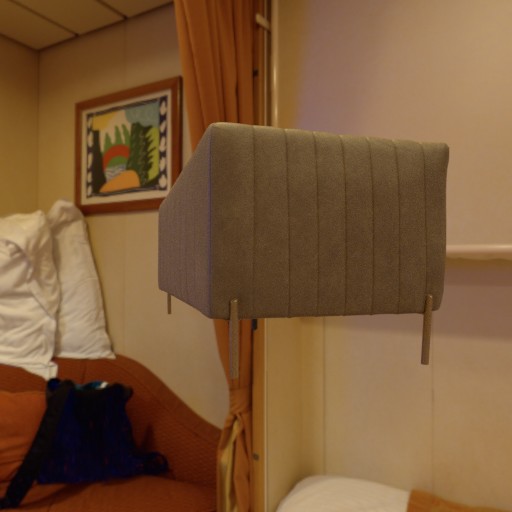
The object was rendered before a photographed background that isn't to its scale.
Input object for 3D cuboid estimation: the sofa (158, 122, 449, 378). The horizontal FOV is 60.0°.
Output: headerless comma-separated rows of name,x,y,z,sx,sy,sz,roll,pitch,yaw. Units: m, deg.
sofa,0.000,0.000,2.336,0.876,0.779,1.980,0,-2,-17
